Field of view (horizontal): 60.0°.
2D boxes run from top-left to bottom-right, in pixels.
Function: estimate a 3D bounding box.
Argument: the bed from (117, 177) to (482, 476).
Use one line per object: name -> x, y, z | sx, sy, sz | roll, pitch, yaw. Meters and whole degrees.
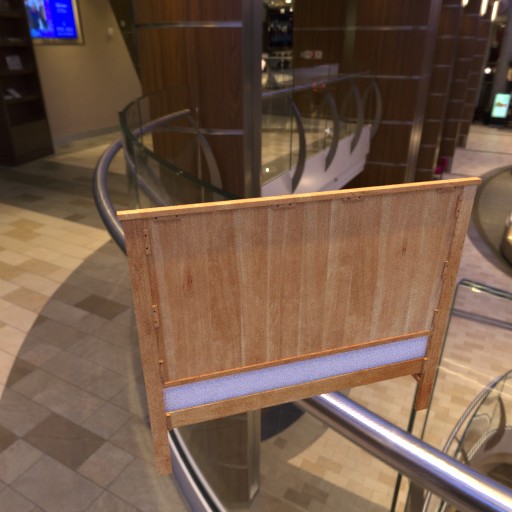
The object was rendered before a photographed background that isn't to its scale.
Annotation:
bed -> 0.000, 0.000, 4.028 | 2.225, 1.938, 2.530 | -8, 27, -15
